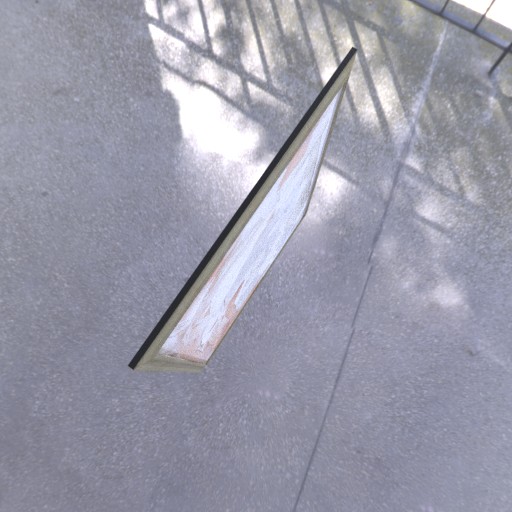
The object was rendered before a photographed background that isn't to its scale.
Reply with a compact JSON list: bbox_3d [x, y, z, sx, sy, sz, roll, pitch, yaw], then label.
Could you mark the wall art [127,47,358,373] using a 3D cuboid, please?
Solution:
[{"bbox_3d":[0.000,0.000,0.925,0.018,0.660,0.559,32,77,8],"label":"wall art"}]
